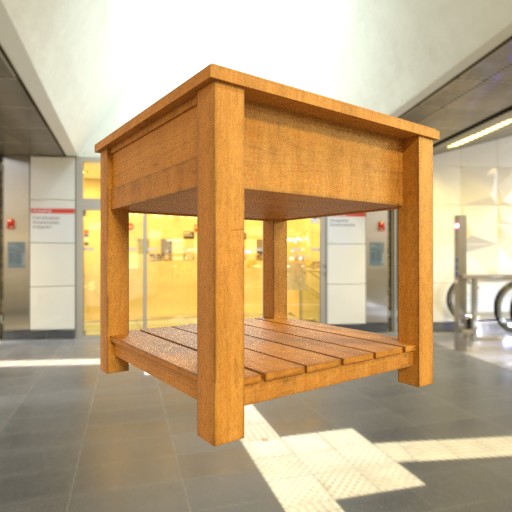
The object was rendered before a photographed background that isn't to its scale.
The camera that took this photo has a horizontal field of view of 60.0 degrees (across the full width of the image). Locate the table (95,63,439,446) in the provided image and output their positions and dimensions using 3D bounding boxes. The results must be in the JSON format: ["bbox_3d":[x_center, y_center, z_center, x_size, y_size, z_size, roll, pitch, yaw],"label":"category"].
[{"bbox_3d":[0.000,0.000,1.102,0.616,0.593,0.612,0,0,-36],"label":"table"}]
